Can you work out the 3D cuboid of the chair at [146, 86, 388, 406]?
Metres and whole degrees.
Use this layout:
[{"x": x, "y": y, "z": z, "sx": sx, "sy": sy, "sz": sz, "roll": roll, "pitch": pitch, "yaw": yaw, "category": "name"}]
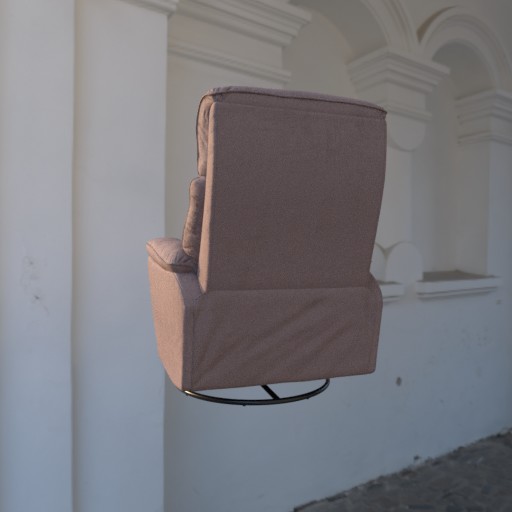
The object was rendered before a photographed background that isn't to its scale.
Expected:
[{"x": 0.000, "y": 0.000, "z": 1.798, "sx": 0.820, "sy": 1.037, "sz": 1.004, "roll": 0, "pitch": 0, "yaw": -18, "category": "chair"}]
